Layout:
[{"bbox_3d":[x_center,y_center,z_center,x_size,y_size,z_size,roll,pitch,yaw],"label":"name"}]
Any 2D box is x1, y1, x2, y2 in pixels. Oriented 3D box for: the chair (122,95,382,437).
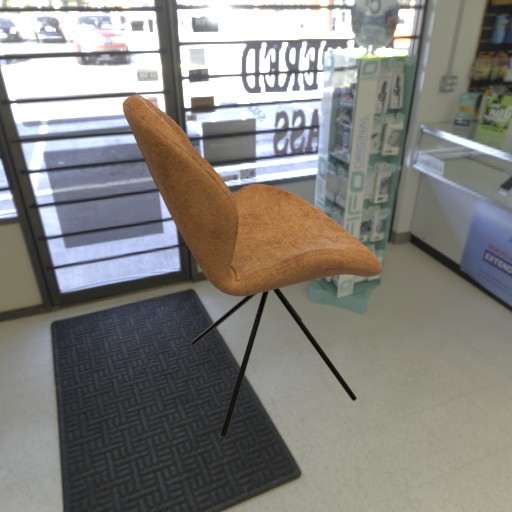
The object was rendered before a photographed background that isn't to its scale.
[{"bbox_3d":[0.000,0.000,1.312,0.640,0.929,0.527,-9,30,-16],"label":"chair"}]
